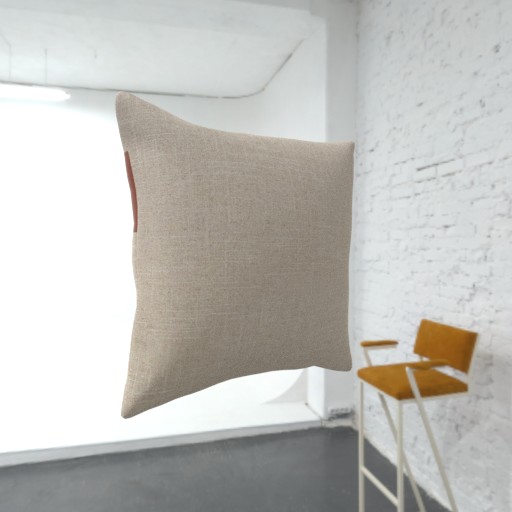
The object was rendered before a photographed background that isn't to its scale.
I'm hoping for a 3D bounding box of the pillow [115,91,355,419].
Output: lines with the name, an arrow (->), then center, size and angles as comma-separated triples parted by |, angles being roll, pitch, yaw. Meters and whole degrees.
pillow -> 0.000, 0.000, 0.655 | 0.414, 0.399, 0.173 | 0, 0, -35
